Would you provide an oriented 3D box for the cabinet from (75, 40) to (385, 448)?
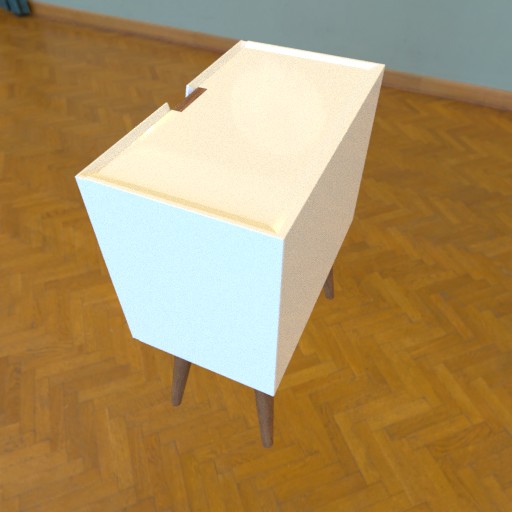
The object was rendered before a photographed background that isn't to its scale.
[{"bbox_3d":[0.000,0.000,1.091,0.344,0.772,0.591,18,49,16],"label":"cabinet"}]
